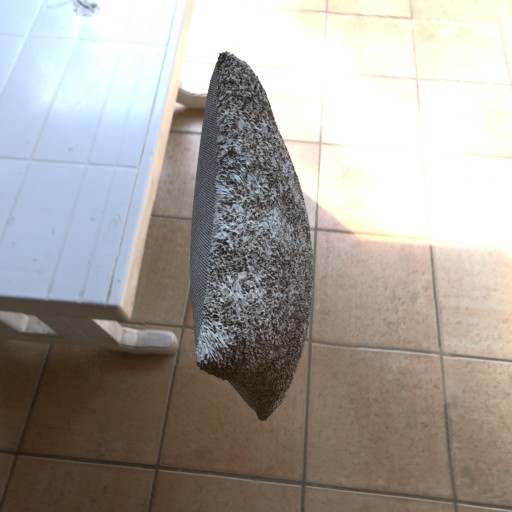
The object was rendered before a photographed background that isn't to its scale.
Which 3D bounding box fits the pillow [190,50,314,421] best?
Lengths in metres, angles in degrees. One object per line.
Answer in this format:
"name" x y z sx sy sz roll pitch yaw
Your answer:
"pillow" 0.000 0.000 0.824 0.218 0.515 0.529 0 63 0
